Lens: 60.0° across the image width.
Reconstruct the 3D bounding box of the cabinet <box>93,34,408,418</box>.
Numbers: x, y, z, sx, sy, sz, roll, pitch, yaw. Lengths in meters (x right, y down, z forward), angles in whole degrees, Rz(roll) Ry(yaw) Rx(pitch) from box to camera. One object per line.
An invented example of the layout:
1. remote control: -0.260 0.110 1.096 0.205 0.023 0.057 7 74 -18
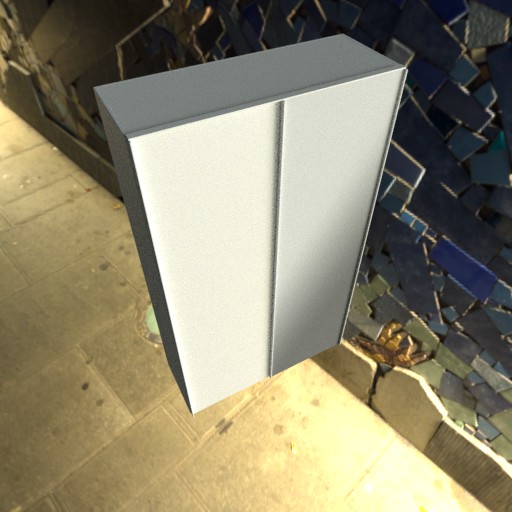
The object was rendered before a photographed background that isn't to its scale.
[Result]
1. cabinet: 0.000 0.000 2.633 1.250 2.160 0.480 -21 49 -19
